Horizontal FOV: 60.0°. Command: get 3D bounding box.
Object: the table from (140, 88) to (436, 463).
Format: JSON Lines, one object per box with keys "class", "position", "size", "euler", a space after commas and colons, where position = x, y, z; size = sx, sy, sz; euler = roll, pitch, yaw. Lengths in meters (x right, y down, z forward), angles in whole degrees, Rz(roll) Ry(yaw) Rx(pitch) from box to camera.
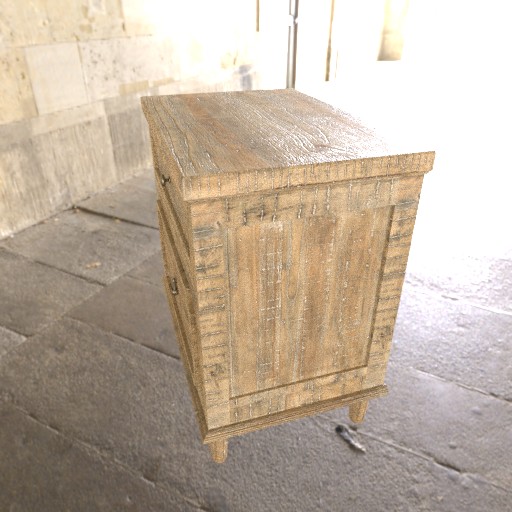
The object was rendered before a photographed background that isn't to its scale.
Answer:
{"class": "table", "position": [0.000, 0.000, 1.167], "size": [0.457, 0.711, 0.686], "euler": [-9, 31, -15]}
